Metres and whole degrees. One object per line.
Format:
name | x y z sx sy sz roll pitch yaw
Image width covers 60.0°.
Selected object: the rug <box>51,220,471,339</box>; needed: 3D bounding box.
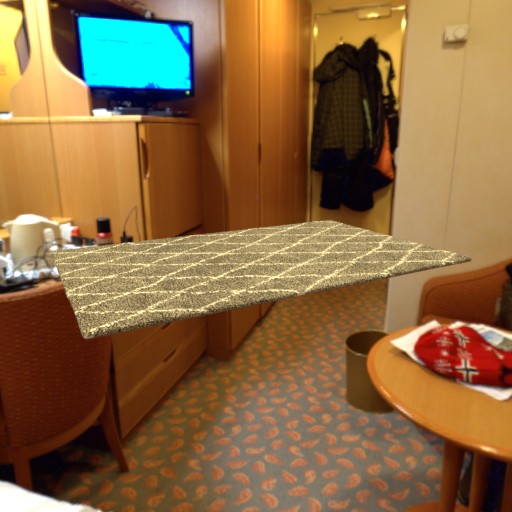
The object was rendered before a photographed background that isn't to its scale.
rug | 0.000 0.000 3.013 2.438 0.030 1.524 -8 17 -28
